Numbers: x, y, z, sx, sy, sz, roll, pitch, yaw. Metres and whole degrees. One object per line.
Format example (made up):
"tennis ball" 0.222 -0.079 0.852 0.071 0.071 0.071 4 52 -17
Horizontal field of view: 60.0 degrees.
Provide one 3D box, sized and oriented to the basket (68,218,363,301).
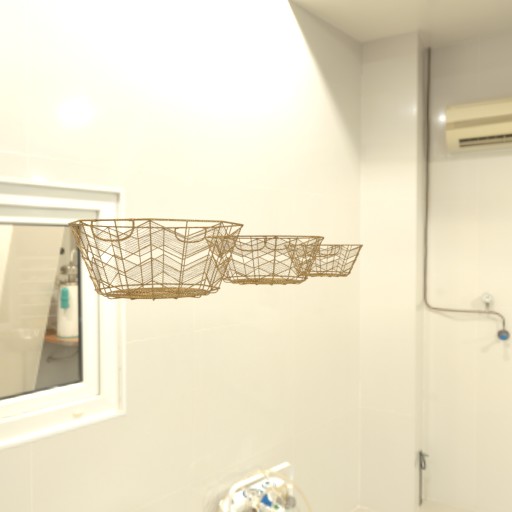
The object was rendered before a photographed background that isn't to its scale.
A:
"basket" 0.000 0.000 1.439 0.432 0.178 1.245 1 2 37
